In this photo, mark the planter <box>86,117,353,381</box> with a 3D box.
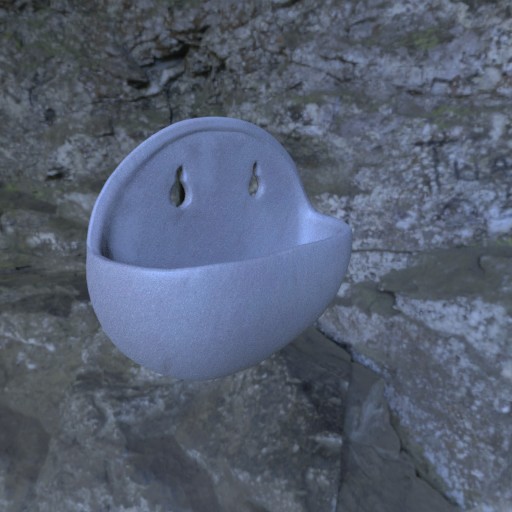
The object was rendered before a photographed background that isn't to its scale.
[{"bbox_3d":[0.000,0.000,0.270,0.073,0.164,0.190,14,20,42],"label":"planter"}]
